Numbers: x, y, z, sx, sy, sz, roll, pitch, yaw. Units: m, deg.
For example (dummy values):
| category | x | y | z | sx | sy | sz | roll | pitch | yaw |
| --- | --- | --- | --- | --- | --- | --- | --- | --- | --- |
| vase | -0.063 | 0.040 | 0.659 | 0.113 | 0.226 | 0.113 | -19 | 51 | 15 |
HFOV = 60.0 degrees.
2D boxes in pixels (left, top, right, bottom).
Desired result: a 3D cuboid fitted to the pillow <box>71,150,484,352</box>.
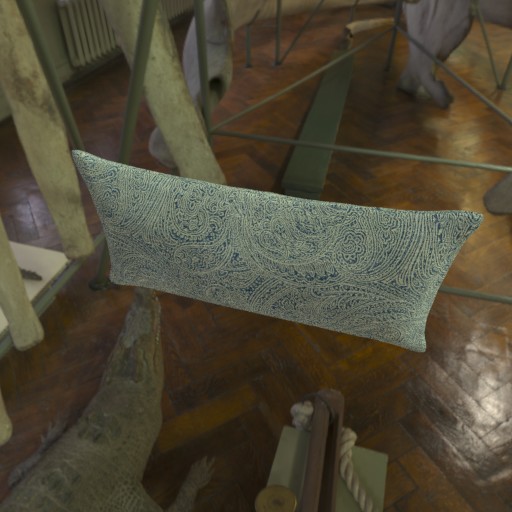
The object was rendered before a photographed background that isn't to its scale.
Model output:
| category | x | y | z | sx | sy | sz | roll | pitch | yaw |
| --- | --- | --- | --- | --- | --- | --- | --- | --- | --- |
| pillow | 0.000 | 0.000 | 0.734 | 0.615 | 0.295 | 0.151 | 11 | 42 | 13 |
